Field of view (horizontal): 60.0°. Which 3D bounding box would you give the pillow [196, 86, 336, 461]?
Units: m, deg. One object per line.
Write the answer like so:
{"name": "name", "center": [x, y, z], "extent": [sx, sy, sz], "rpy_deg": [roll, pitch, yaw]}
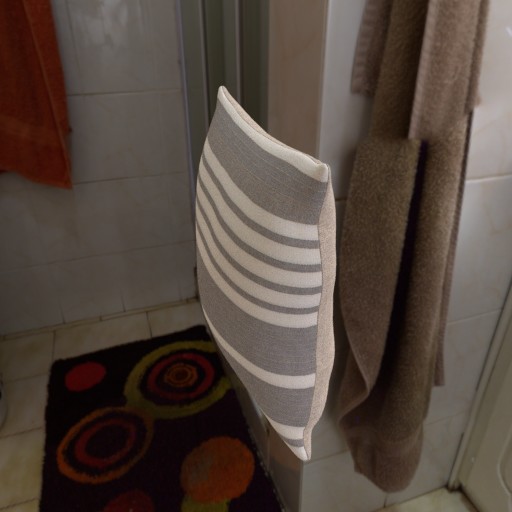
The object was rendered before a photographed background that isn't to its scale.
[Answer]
{"name": "pillow", "center": [0.000, 0.000, 0.689], "extent": [0.182, 0.440, 0.439], "rpy_deg": [-9, 31, -15]}
